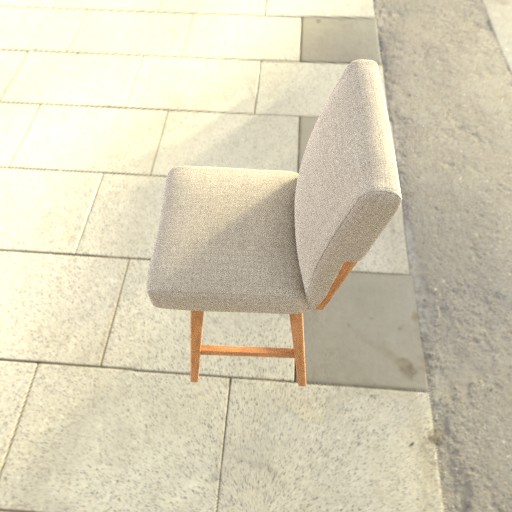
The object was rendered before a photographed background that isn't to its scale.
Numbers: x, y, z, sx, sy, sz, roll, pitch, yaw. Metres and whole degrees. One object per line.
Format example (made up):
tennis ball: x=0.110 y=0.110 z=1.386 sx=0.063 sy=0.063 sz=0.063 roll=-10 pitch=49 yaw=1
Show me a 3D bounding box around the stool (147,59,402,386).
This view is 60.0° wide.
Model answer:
stool: x=0.000 y=0.000 z=1.382 sx=0.569 sy=1.106 sz=0.483 roll=2 pitch=58 yaw=1
